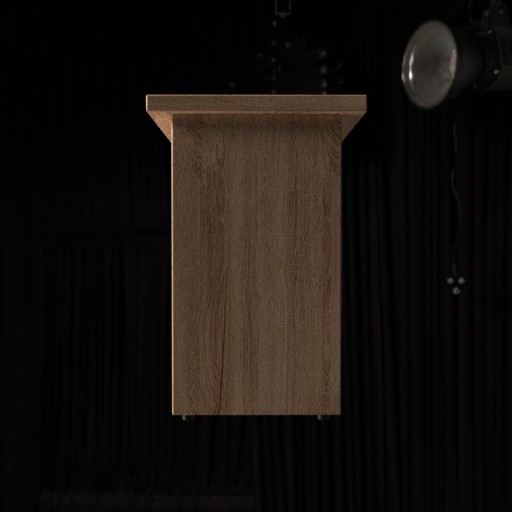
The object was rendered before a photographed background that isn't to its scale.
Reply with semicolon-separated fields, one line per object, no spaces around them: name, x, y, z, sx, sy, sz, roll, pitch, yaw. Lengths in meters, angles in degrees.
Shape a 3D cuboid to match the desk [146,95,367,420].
desk;0.000;0.000;1.657;0.500;0.750;1.300;0;1;0
